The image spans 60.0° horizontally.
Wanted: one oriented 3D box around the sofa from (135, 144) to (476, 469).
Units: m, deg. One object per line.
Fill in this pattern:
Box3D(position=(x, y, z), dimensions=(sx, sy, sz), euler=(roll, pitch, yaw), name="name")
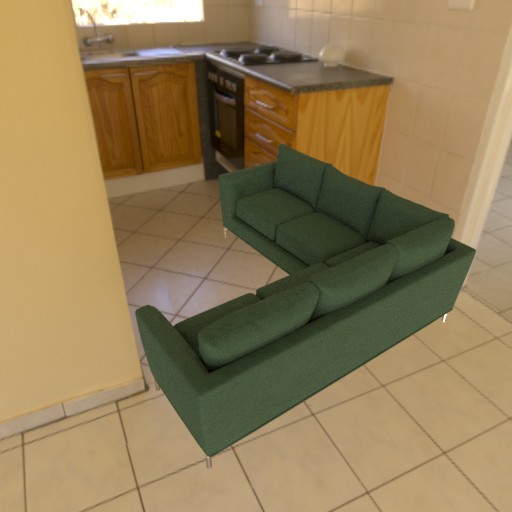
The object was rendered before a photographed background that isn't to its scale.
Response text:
Box3D(position=(0.000, 0.000, 3.800), dimensions=(2.452, 1.004, 2.468), euler=(-21, 38, -29), name="sofa")
